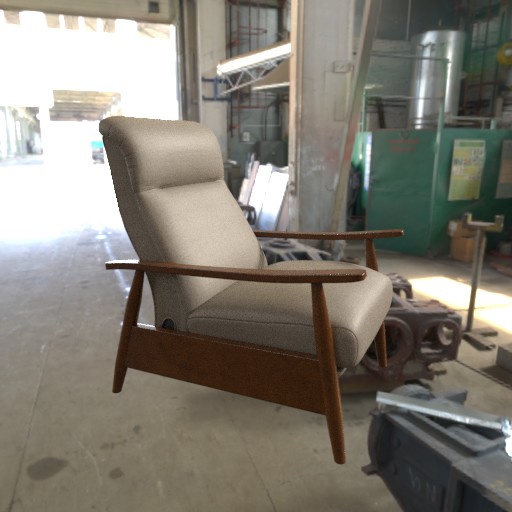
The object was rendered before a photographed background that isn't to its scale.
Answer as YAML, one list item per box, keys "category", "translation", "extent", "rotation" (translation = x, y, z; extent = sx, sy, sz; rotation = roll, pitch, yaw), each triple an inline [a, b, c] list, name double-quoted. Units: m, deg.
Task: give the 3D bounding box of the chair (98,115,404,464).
- category: "chair"
  translation: [0.000, 0.000, 1.788]
  extent: [1.032, 1.082, 0.762]
  rotation: [7, 16, 25]
